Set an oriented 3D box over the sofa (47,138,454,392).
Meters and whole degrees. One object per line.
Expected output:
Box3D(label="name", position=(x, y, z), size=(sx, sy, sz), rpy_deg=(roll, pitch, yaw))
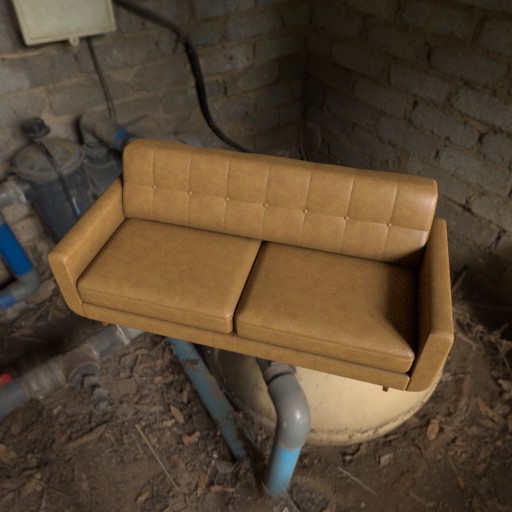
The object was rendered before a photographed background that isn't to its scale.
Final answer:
Box3D(label="sofa", position=(0.000, 0.000, 2.658), size=(2.137, 0.892, 0.980), rpy_deg=(11, 44, 11))
